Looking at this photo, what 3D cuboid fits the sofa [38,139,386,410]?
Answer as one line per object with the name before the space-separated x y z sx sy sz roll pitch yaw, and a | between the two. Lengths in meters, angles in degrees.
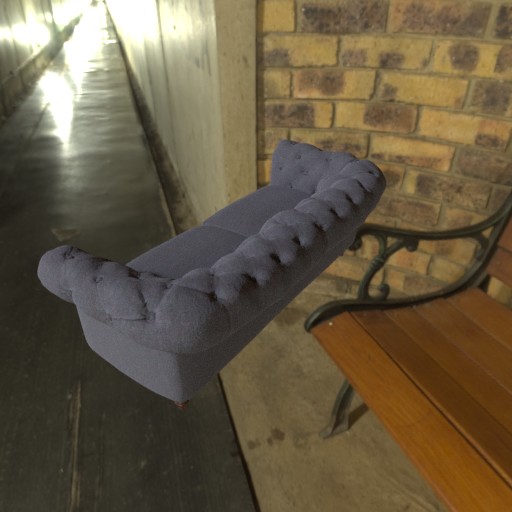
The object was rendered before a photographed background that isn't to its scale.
sofa | 0.000 0.000 2.877 1.046 0.836 2.335 21 38 29
